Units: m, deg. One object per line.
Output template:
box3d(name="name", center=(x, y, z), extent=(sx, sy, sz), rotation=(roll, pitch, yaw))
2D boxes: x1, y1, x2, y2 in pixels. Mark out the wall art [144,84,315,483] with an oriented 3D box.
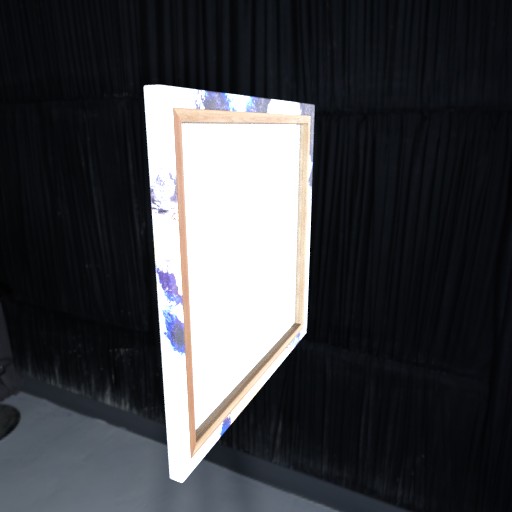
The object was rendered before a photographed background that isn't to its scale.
box3d(name="wall art", center=(0.000, 0.000, 1.316), extent=(0.038, 0.885, 0.887), rotation=(8, 18, 24))
